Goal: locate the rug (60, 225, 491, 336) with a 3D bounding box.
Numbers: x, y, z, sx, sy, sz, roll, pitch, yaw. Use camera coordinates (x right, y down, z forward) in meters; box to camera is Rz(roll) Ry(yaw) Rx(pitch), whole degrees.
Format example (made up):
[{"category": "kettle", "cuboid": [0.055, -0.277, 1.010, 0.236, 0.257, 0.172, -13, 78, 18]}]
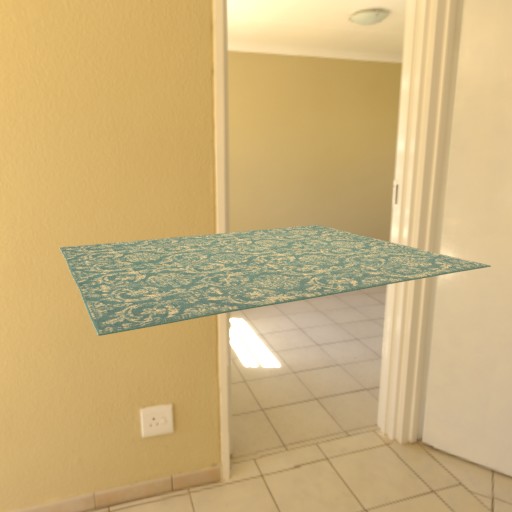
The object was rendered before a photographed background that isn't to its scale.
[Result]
[{"category": "rug", "cuboid": [0.000, 0.000, 3.863, 2.980, 0.012, 2.363, -7, 14, -27]}]
